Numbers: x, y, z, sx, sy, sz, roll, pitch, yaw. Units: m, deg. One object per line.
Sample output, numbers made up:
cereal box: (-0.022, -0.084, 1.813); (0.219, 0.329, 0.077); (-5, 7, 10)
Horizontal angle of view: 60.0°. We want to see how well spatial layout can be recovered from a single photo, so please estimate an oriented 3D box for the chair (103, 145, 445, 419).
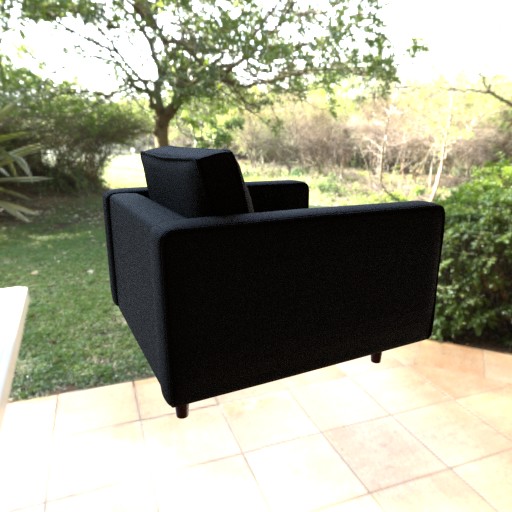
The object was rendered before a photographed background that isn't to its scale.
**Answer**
chair: (0.000, 0.000, 1.602); (0.919, 0.770, 0.899); (-7, 17, -26)
